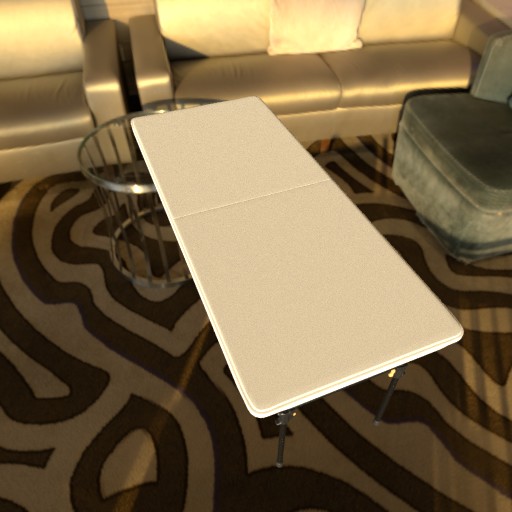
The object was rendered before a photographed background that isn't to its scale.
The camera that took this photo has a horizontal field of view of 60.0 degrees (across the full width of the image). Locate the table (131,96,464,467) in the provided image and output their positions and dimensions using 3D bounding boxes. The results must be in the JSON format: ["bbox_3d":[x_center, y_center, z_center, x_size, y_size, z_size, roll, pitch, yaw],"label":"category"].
[{"bbox_3d":[0.000,0.000,2.184,0.761,0.719,1.829,-16,48,-15],"label":"table"}]
